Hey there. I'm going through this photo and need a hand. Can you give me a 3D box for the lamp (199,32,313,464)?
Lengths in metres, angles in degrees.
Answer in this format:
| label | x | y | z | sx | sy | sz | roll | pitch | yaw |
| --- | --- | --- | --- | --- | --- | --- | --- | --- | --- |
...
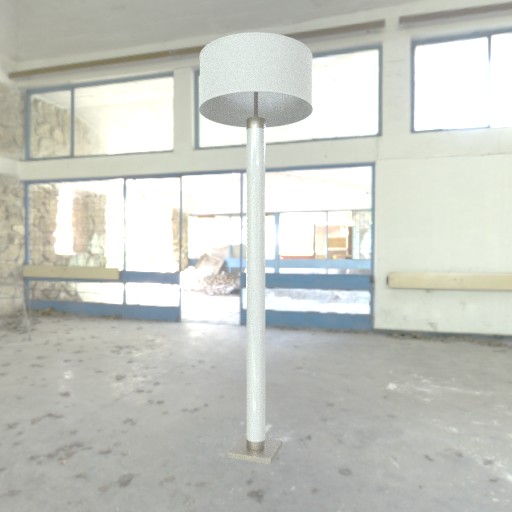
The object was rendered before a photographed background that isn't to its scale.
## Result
| label | x | y | z | sx | sy | sz | roll | pitch | yaw |
| --- | --- | --- | --- | --- | --- | --- | --- | --- | --- |
| lamp | 0.000 | 0.000 | 1.656 | 0.420 | 1.475 | 0.420 | 0 | 1 | 18 |
